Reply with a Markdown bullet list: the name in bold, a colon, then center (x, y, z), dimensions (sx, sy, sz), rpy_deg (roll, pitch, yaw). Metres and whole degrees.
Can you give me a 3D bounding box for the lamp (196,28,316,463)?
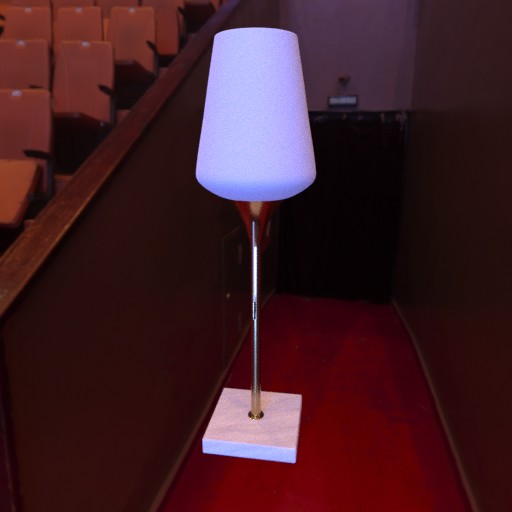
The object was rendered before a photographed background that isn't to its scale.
- **lamp**: center (0.000, 0.000, 0.708), dimensions (0.181, 0.639, 0.181), rpy_deg (2, 16, 9)
